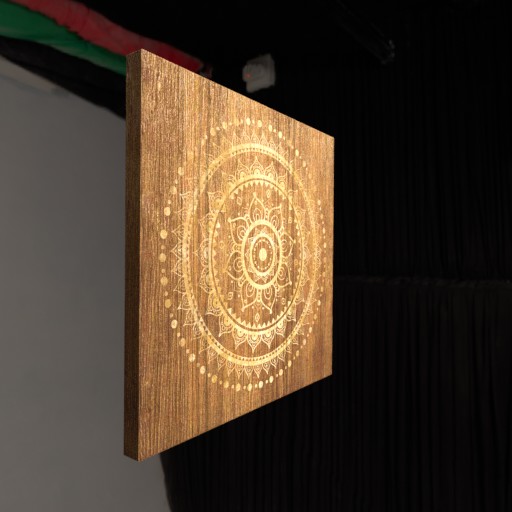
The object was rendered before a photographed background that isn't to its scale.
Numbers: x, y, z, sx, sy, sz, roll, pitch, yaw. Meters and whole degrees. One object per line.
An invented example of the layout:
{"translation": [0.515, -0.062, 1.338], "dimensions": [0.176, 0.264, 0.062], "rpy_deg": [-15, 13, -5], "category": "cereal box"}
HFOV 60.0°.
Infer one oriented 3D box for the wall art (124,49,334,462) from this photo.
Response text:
{"translation": [0.000, 0.000, 0.899], "dimensions": [0.042, 0.608, 0.611], "rpy_deg": [0, 0, 37], "category": "wall art"}
